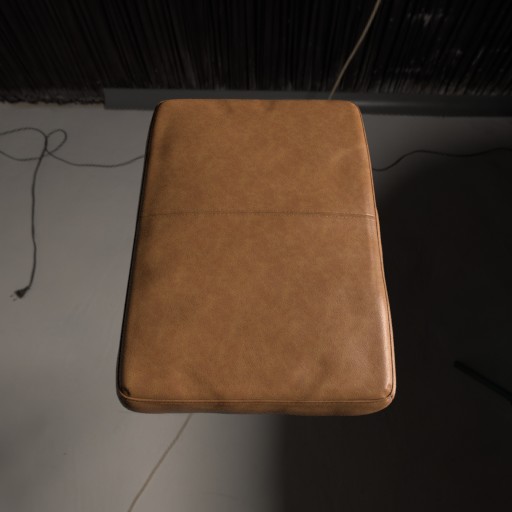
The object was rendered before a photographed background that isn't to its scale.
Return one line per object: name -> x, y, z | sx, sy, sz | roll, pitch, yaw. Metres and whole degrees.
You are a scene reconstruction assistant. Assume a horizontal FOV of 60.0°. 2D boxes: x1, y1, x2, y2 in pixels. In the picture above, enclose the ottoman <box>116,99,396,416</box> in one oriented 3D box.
ottoman -> 0.000, 0.000, 1.251 | 0.630, 0.461, 0.869 | 0, 65, 0
